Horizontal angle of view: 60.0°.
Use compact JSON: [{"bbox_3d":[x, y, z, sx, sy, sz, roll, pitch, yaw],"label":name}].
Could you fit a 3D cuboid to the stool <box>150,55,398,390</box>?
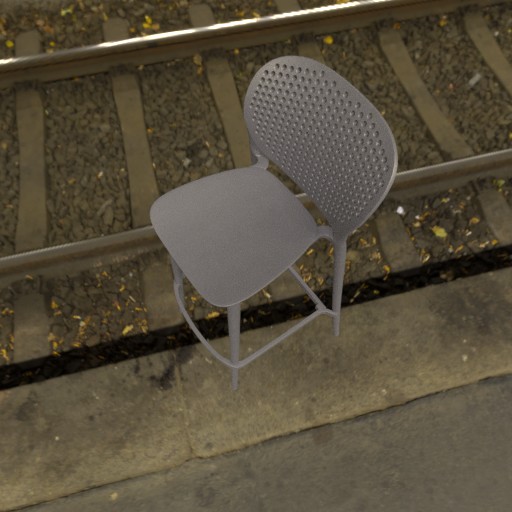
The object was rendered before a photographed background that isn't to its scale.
[{"bbox_3d":[0.000,0.000,1.372,0.535,1.045,0.536,-32,67,-16],"label":"stool"}]
